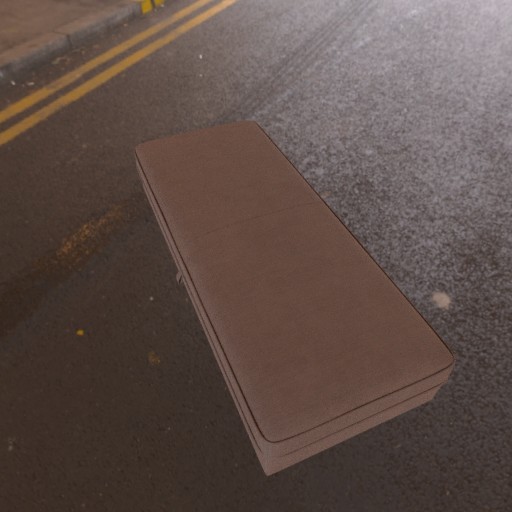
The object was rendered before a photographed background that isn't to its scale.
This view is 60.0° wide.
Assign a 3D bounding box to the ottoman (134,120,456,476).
[{"bbox_3d":[0.000,0.000,2.041,0.751,0.470,1.764,-17,48,-16],"label":"ottoman"}]
